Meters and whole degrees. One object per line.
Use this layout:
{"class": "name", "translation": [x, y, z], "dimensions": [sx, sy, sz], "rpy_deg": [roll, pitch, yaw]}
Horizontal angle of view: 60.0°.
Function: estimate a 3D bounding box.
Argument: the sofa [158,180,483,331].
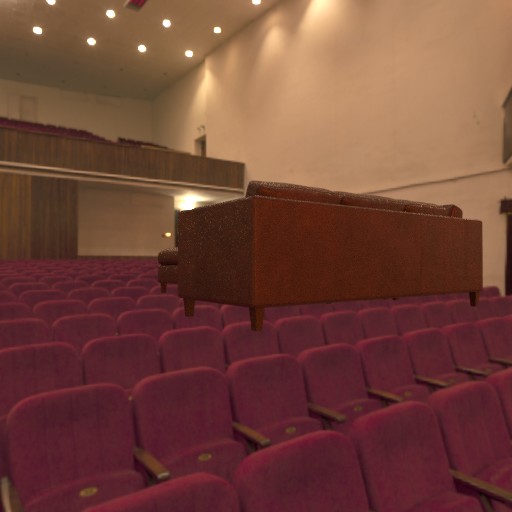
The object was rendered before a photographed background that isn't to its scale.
{"class": "sofa", "translation": [0.000, 0.000, 4.452], "dimensions": [2.452, 0.891, 3.324], "rpy_deg": [1, -1, -36]}
